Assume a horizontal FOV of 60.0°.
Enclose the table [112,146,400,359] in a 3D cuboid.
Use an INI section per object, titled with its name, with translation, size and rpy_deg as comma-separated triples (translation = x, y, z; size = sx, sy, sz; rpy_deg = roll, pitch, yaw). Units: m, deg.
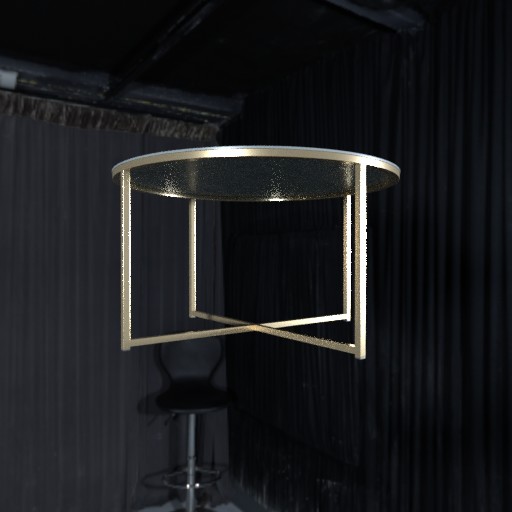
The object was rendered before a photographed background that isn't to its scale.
[table]
translation = 0.000, 0.000, 1.295
size = 0.800, 0.450, 0.800
rpy_deg = 0, 0, 0
